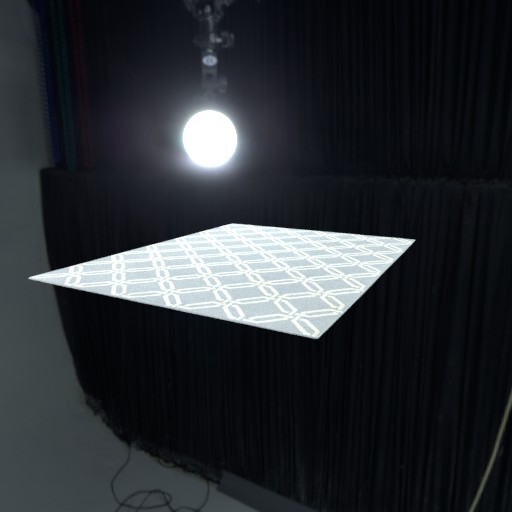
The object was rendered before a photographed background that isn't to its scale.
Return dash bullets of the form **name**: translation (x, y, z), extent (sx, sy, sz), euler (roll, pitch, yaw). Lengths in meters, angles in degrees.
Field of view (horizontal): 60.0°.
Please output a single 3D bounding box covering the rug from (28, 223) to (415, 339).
- **rug**: translation (0.000, 0.000, 4.006), extent (2.288, 0.018, 2.895), euler (7, 15, 28)
